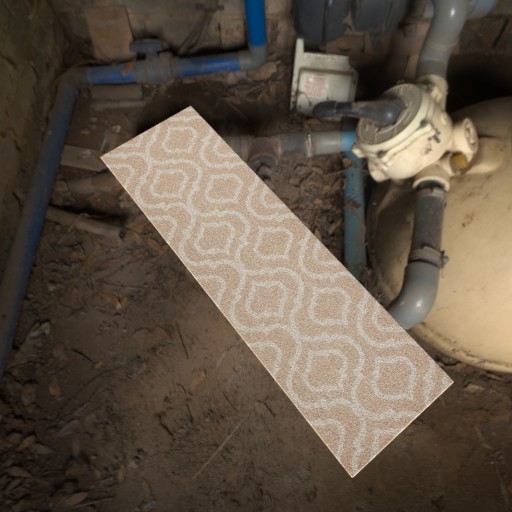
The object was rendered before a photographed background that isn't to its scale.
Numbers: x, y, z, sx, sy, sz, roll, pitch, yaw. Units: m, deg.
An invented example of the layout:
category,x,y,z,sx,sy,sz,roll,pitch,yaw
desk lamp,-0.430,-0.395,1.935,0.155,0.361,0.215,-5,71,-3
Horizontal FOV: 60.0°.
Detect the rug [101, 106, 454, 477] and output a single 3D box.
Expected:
category,x,y,z,sx,sy,sz,roll,pitch,yaw
rug,0.000,0.000,2.485,0.691,0.013,2.289,-35,69,-15
